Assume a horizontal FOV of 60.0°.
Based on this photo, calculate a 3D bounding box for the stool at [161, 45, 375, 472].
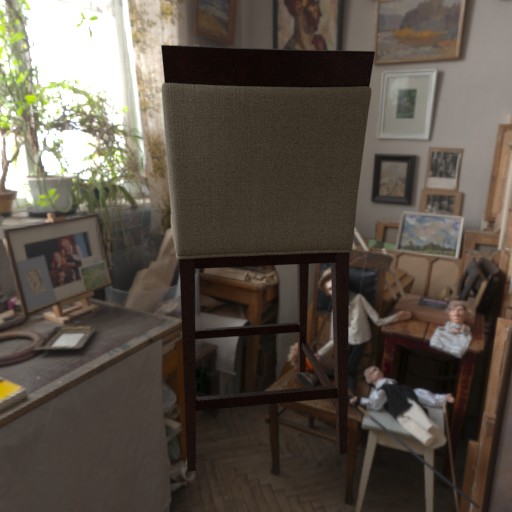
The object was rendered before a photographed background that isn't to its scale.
[{"bbox_3d":[0.000,0.000,1.248,0.463,1.011,0.480,-2,15,-9],"label":"stool"}]
